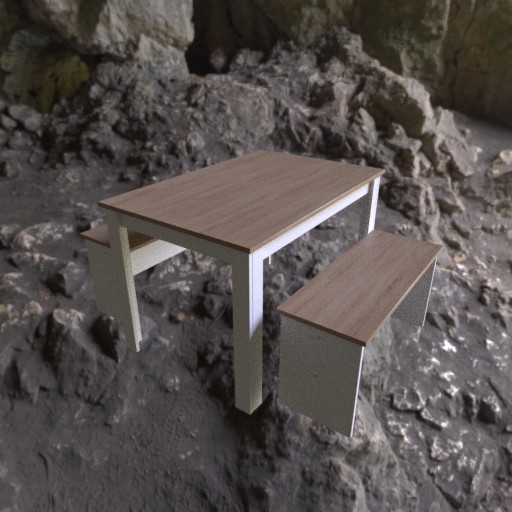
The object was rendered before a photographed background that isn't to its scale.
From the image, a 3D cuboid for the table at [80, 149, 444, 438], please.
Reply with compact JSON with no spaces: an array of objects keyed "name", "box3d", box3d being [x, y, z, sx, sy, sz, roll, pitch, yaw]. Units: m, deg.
[{"name":"table","box3d":[0.000,0.000,2.077,1.443,0.700,1.100,18,31,31]}]
